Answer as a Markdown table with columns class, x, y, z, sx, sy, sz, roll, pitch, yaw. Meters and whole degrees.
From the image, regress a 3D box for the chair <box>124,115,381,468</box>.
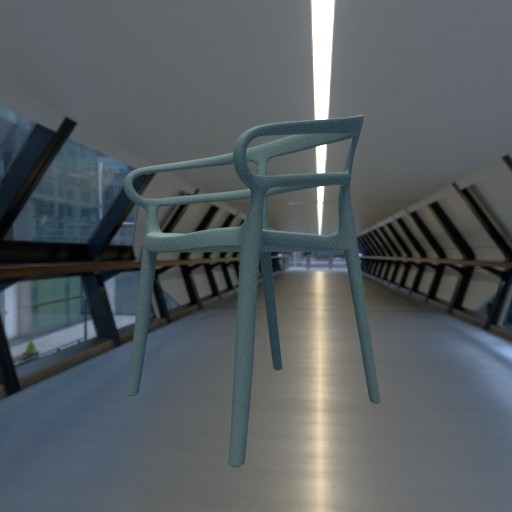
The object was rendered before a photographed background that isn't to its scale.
| class | x | y | z | sx | sy | sz | roll | pitch | yaw |
| --- | --- | --- | --- | --- | --- | --- | --- | --- | --- |
| chair | 0.000 | 0.000 | 1.149 | 0.527 | 0.761 | 0.559 | -1 | 1 | -37 |
